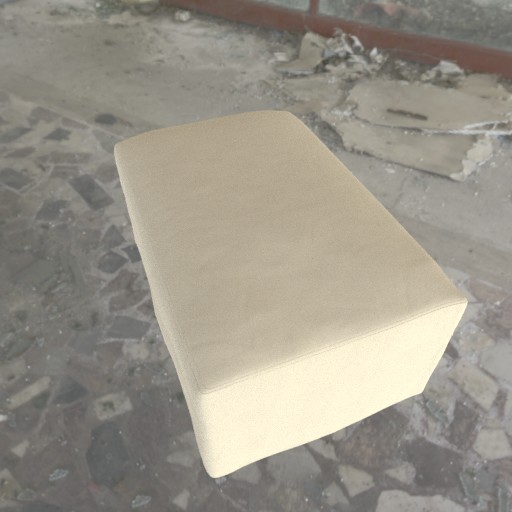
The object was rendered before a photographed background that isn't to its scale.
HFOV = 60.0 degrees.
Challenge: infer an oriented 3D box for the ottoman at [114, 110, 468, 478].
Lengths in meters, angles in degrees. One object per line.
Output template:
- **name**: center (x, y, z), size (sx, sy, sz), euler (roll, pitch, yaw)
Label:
- **ottoman**: center (0.000, 0.000, 1.188), size (0.590, 0.444, 0.872), euler (-16, 48, -15)
